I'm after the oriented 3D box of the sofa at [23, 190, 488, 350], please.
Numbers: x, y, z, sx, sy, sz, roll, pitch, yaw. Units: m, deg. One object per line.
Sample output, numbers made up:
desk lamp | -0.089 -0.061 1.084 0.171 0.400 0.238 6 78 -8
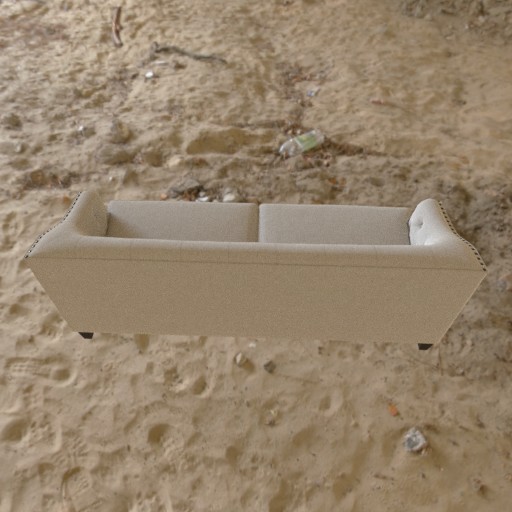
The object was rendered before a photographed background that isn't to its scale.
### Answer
sofa | 0.000 0.000 2.711 2.235 0.901 0.914 2 46 2
